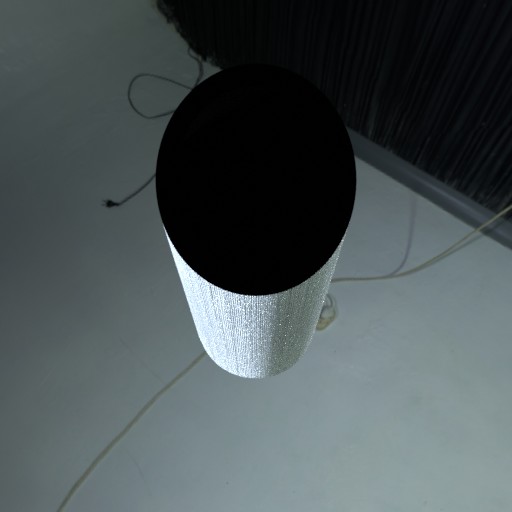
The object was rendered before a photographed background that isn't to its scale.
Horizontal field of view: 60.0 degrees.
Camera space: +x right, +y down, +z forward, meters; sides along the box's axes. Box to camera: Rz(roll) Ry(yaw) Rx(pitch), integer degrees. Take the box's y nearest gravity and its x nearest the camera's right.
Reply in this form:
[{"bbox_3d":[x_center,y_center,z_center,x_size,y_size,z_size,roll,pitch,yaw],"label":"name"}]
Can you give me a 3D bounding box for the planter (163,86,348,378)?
[{"bbox_3d":[0.000,0.000,0.130,0.045,0.103,0.045,32,65,17],"label":"planter"}]
